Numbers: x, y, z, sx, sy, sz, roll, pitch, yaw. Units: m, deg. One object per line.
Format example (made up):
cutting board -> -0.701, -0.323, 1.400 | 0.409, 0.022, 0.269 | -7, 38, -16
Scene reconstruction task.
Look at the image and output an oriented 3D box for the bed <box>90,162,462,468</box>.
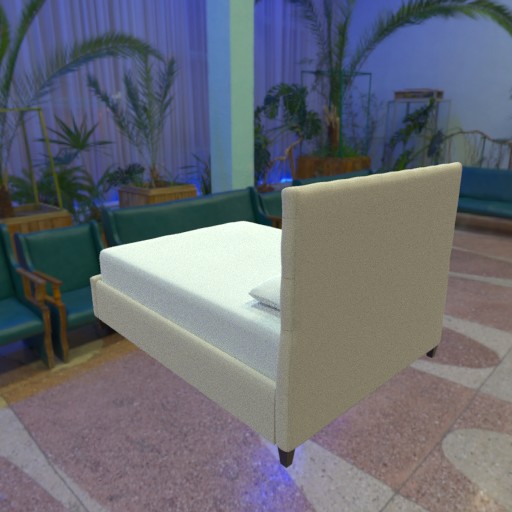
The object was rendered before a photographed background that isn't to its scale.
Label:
bed -> 0.000, 0.000, 3.336 | 1.696, 1.426, 2.233 | -16, 23, -41
